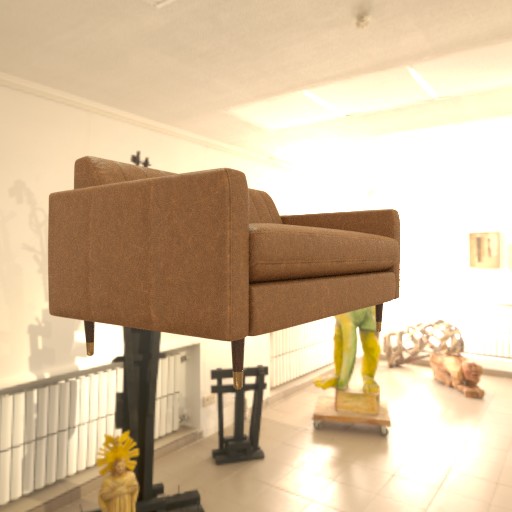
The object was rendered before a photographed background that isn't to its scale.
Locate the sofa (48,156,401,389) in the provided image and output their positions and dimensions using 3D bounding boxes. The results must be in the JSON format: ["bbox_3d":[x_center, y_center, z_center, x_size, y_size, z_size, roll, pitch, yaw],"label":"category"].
[{"bbox_3d":[0.000,0.000,2.097,0.960,0.820,1.549,0,0,36],"label":"sofa"}]
